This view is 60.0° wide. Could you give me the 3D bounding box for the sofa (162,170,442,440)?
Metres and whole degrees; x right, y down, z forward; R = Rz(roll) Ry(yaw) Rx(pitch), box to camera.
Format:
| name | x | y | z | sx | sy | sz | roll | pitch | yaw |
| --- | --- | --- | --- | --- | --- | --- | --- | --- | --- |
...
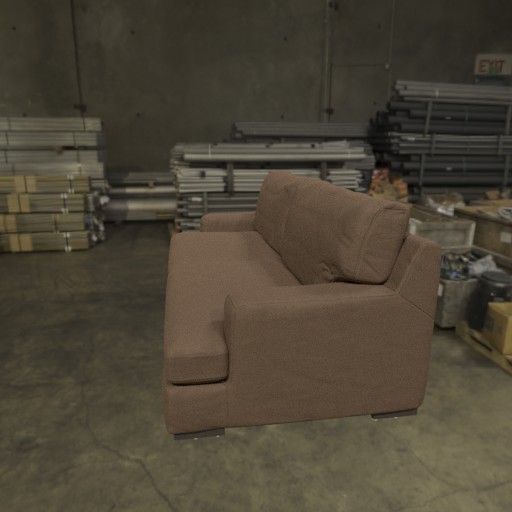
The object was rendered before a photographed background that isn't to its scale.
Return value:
| name | x | y | z | sx | sy | sz | roll | pitch | yaw |
| --- | --- | --- | --- | --- | --- | --- | --- | --- | --- |
| sofa | 0.000 | 0.000 | 2.803 | 1.140 | 0.950 | 2.274 | -2 | 15 | -9 |
